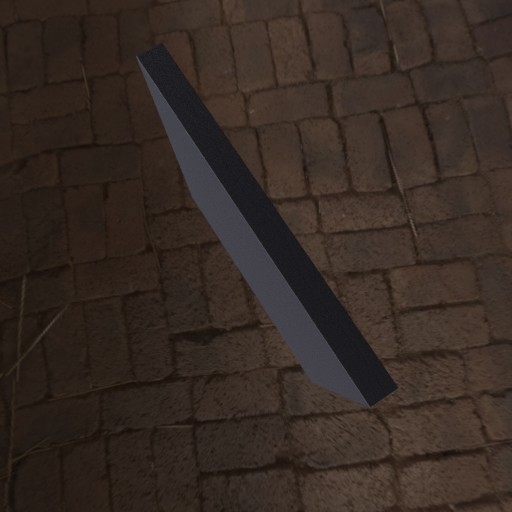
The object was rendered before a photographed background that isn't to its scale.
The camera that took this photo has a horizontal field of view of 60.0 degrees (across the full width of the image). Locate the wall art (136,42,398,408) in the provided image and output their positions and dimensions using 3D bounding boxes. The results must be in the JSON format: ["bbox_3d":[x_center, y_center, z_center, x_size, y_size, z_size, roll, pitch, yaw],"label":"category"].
[{"bbox_3d":[0.000,0.000,0.766,0.038,0.507,0.507,-32,79,-7],"label":"wall art"}]
